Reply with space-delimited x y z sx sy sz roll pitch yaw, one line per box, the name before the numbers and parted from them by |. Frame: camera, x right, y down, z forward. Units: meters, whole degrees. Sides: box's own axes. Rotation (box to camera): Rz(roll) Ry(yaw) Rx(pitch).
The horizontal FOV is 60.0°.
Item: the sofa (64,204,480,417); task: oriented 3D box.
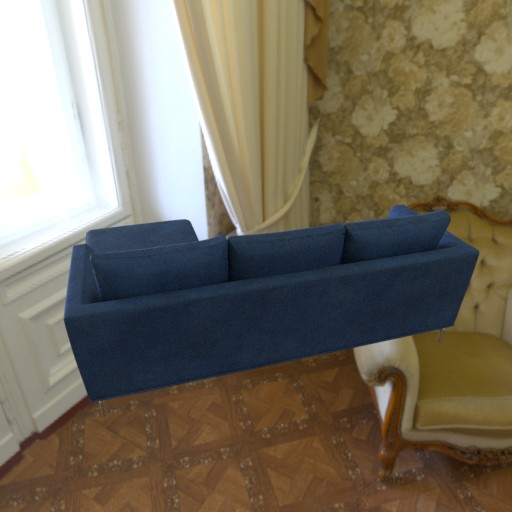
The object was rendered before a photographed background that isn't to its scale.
sofa | 0.000 0.000 3.238 2.438 0.987 1.622 -8 29 -15
